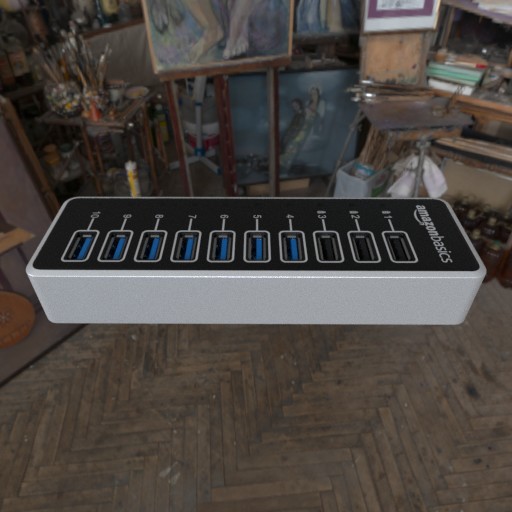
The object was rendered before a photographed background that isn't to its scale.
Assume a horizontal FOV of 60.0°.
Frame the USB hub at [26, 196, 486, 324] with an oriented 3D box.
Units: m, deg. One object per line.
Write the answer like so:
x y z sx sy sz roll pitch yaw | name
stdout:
0.000 0.000 0.160 0.145 0.023 0.044 0 41 0 | USB hub
